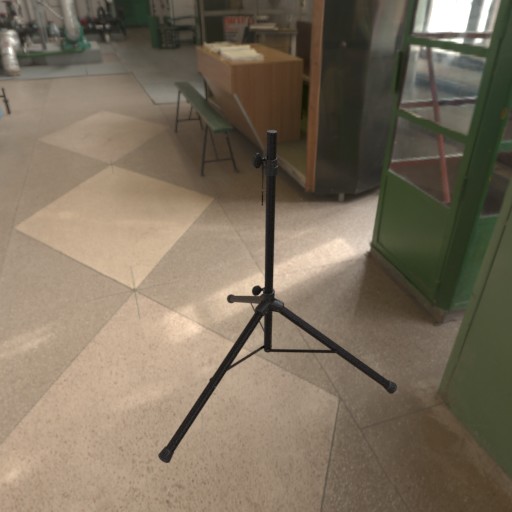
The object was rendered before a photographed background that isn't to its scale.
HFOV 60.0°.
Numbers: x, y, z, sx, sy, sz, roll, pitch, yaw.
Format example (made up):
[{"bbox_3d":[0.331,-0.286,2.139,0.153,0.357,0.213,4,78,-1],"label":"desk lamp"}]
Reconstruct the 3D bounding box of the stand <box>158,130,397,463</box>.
[{"bbox_3d":[0.000,0.000,1.857,1.045,1.136,0.907,-10,34,-15],"label":"stand"}]
